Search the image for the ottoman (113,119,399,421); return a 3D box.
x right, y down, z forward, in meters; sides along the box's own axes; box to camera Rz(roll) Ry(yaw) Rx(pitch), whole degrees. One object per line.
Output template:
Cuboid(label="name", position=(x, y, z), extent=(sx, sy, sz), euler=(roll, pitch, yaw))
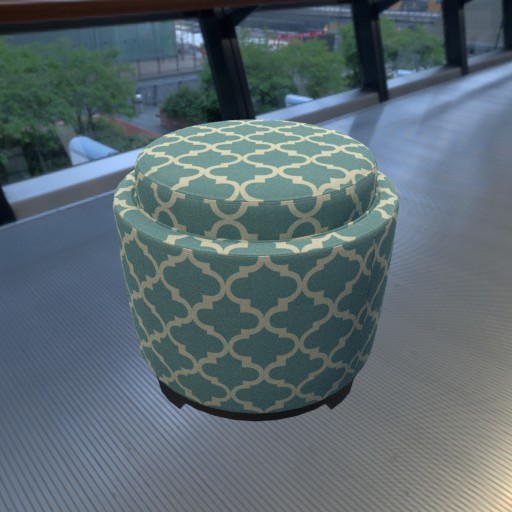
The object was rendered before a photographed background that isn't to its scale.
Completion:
Cuboid(label="ottoman", position=(0.000, 0.000, 0.832), extent=(0.480, 0.429, 0.480), euler=(0, 32, 0))
